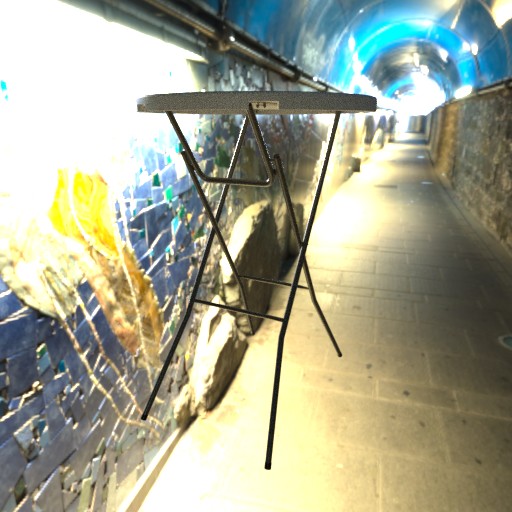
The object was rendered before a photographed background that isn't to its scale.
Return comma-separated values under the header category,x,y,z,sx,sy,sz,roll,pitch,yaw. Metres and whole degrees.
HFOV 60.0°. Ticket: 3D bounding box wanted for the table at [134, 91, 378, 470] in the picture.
category,x,y,z,sx,sy,sz,roll,pitch,yaw
table,0.000,0.000,1.650,0.792,1.105,0.795,9,19,27
